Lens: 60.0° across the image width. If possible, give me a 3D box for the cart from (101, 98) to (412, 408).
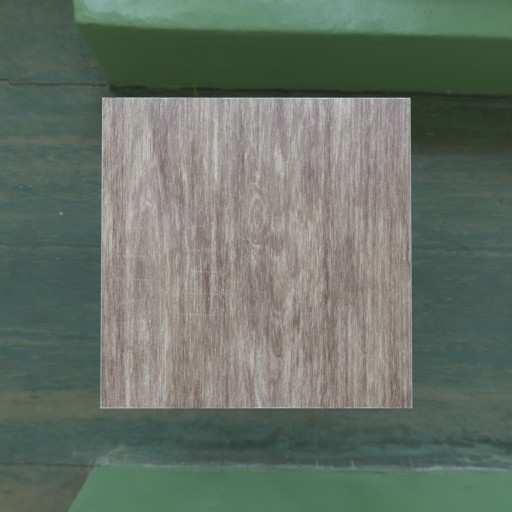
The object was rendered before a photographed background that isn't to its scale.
[{"bbox_3d":[0.000,0.000,1.124,0.520,0.762,0.521,0,89,0],"label":"cart"}]
